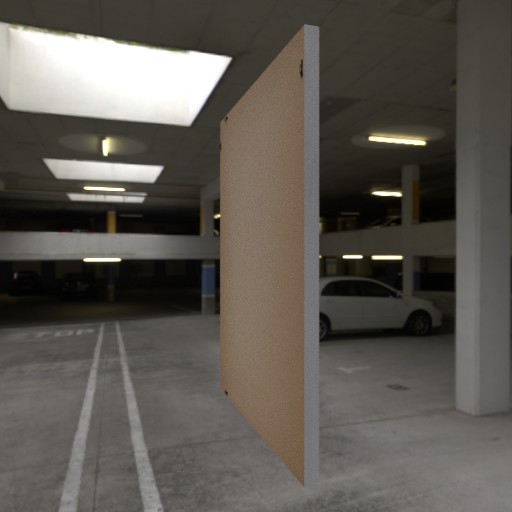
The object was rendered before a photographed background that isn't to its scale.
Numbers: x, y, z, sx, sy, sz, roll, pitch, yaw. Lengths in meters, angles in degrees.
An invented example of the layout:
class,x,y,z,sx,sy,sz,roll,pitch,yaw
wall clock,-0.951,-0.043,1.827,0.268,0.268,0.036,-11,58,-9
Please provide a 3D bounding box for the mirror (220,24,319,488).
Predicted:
class,x,y,z,sx,sy,sz,roll,pitch,yaw
mirror,0.000,0.000,1.338,0.041,1.016,0.762,0,0,-19
